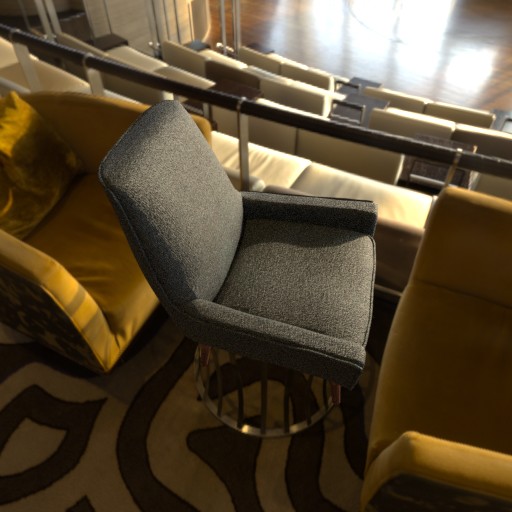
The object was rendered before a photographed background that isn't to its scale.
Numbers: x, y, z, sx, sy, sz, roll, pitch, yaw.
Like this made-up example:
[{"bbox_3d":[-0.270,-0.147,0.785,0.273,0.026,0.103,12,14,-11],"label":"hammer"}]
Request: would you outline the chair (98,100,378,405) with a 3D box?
[{"bbox_3d":[0.000,0.000,1.591,0.859,0.883,0.763,10,47,10],"label":"chair"}]
